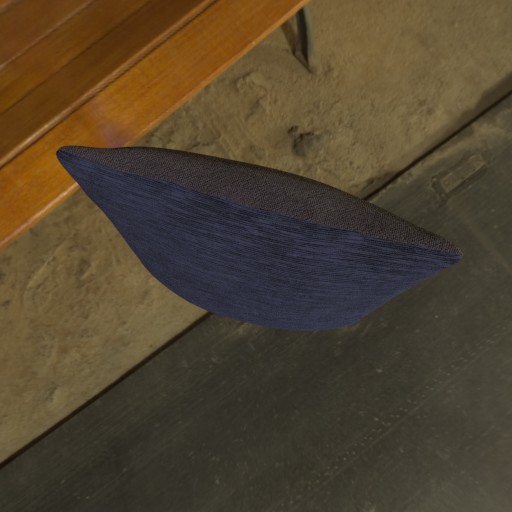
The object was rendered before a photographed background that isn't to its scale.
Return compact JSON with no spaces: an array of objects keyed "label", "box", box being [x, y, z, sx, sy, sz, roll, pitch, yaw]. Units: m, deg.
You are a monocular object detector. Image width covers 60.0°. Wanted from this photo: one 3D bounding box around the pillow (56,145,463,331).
[{"label":"pillow","box":[0.000,0.000,0.676,0.452,0.439,0.204,15,77,4]}]
